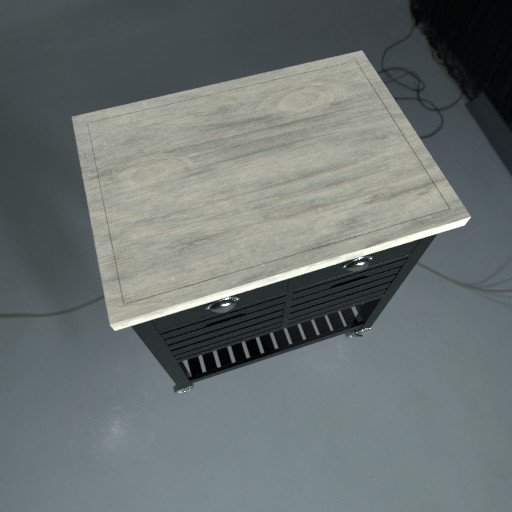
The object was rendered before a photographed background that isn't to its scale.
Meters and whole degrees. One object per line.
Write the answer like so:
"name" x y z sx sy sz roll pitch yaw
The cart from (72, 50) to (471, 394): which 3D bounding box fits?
"cart" 0.000 0.000 1.436 0.797 0.920 0.567 -16 64 -8
